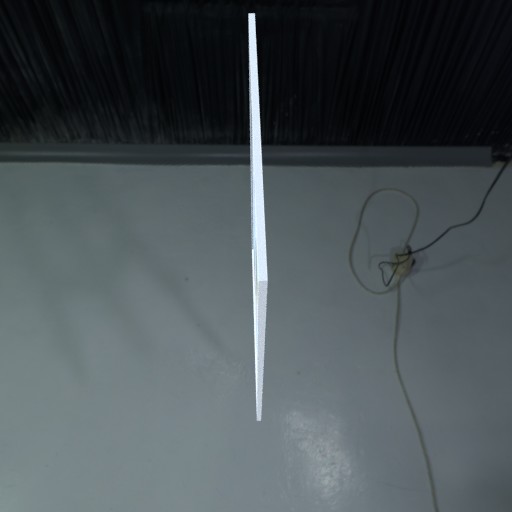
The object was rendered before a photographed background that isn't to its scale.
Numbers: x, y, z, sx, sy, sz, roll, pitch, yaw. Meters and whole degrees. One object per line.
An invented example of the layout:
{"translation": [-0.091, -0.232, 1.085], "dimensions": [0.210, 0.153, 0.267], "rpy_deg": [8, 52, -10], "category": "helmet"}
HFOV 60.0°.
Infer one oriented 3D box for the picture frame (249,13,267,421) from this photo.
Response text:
{"translation": [0.000, 0.000, 1.190], "dimensions": [0.013, 0.940, 0.659], "rpy_deg": [-1, 58, -1], "category": "picture frame"}
